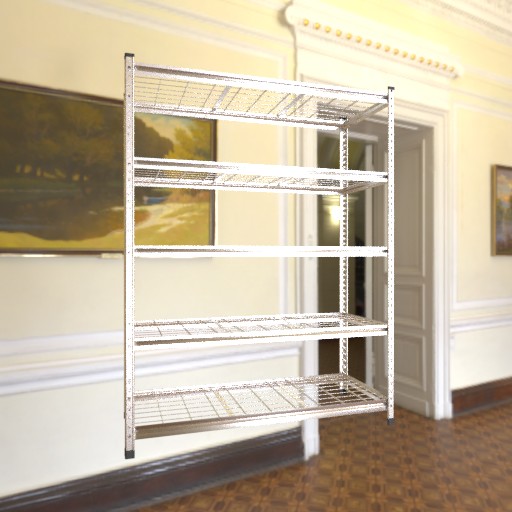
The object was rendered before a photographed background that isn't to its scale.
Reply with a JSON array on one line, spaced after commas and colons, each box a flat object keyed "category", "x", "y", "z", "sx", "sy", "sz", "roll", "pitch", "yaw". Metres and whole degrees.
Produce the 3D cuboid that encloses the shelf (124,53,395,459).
[{"category": "shelf", "x": 0.000, "y": 0.000, "z": 2.670, "sx": 1.524, "sy": 1.981, "sz": 0.610, "roll": 0, "pitch": 0, "yaw": -17}]
